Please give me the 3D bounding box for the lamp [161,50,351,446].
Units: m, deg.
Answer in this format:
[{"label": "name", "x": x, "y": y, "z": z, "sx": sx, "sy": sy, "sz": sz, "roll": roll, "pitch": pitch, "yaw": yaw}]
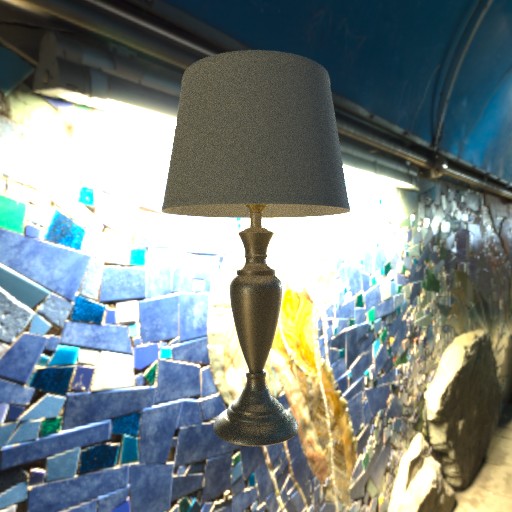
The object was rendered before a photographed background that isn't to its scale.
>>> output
[{"label": "lamp", "x": 0.000, "y": 0.000, "z": 0.785, "sx": 0.328, "sy": 0.612, "sz": 0.328, "roll": 0, "pitch": 1, "yaw": 0}]
